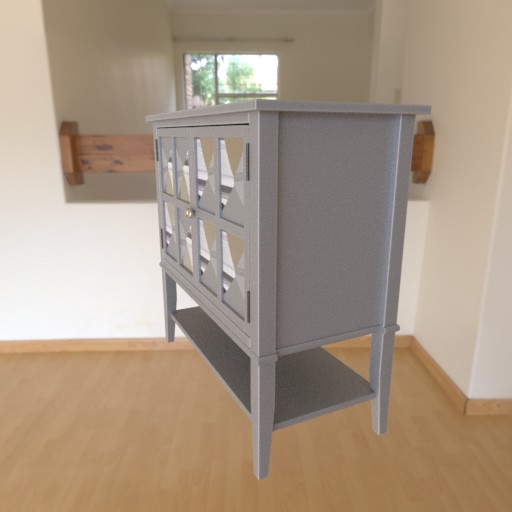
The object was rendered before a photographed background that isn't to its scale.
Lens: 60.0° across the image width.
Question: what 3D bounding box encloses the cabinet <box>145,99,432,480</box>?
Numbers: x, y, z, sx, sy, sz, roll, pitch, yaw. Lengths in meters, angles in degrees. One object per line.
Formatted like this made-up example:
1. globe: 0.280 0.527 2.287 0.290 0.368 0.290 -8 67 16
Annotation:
1. cabinet: 0.000 0.000 1.259 0.396 0.780 0.801 -7 17 -25
